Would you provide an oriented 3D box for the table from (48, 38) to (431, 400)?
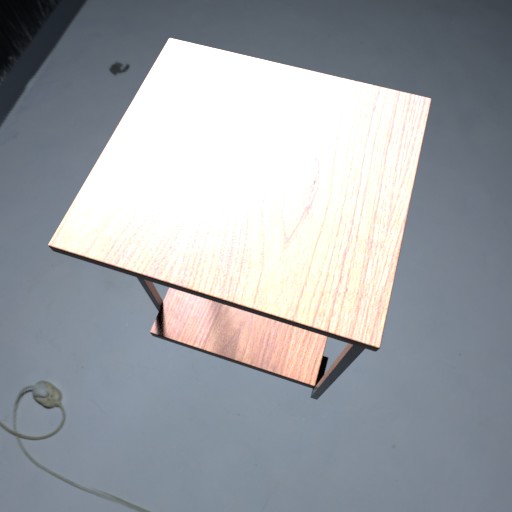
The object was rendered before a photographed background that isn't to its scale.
[{"bbox_3d":[0.000,0.000,0.848,0.411,0.567,0.384,16,66,8],"label":"table"}]
